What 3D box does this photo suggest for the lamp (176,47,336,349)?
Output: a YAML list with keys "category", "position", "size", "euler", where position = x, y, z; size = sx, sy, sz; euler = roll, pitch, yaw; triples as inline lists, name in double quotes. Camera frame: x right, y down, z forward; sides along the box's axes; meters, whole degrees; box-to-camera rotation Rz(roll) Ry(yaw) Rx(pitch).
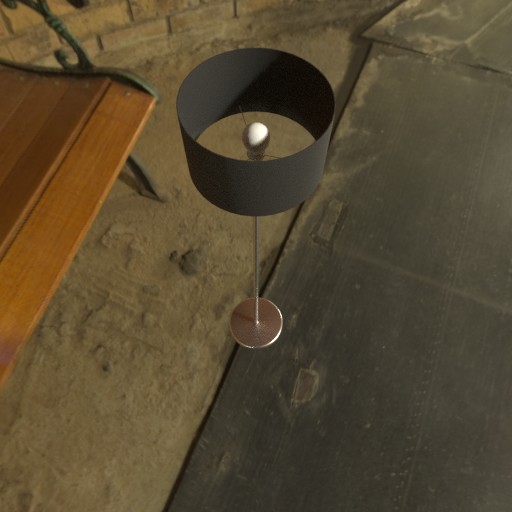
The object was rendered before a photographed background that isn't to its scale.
- category: "lamp"
  position: [0.000, 0.000, 1.604]
  size: [0.348, 1.443, 0.348]
  euler: [-13, 63, -7]
